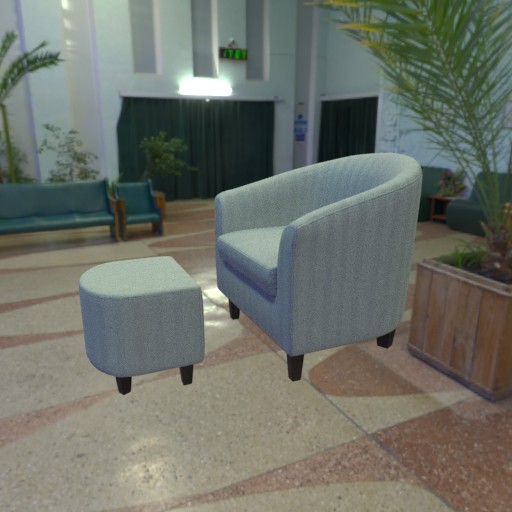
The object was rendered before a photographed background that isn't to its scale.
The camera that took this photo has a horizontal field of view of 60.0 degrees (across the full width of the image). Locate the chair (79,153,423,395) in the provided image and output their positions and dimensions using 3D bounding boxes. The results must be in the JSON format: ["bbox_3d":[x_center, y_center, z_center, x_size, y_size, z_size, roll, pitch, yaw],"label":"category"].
[{"bbox_3d":[0.000,0.000,1.713,1.288,0.757,0.756,-7,17,-23],"label":"chair"}]
